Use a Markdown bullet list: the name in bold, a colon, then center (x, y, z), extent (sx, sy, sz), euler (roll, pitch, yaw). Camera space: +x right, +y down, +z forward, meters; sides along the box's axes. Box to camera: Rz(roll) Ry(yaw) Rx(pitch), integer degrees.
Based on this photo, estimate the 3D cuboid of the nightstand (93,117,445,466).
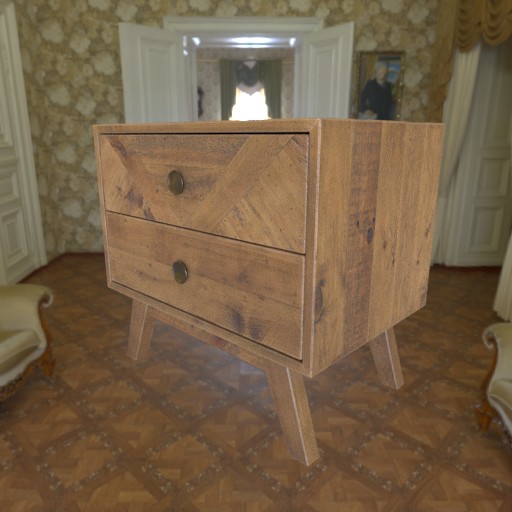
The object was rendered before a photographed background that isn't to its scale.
- **nightstand**: center (0.000, 0.000, 1.051), extent (0.650, 0.599, 0.450), euler (14, 21, 42)
